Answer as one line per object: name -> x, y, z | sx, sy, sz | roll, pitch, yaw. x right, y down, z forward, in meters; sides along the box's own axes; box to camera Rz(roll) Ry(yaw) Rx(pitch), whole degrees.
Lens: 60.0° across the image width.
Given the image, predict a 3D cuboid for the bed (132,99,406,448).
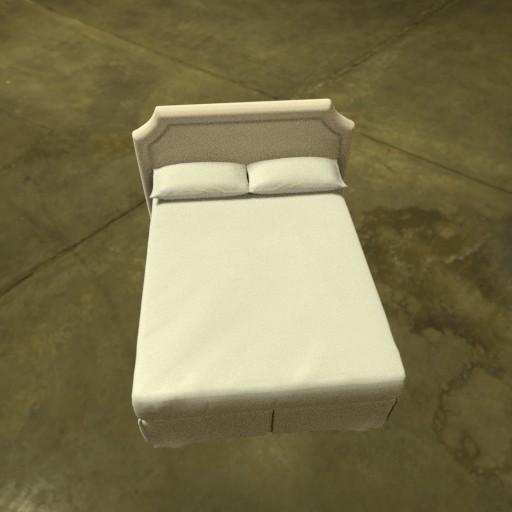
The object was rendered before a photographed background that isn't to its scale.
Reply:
bed -> 0.000, 0.000, 3.226 | 1.828, 1.297, 2.164 | -4, 47, -3
